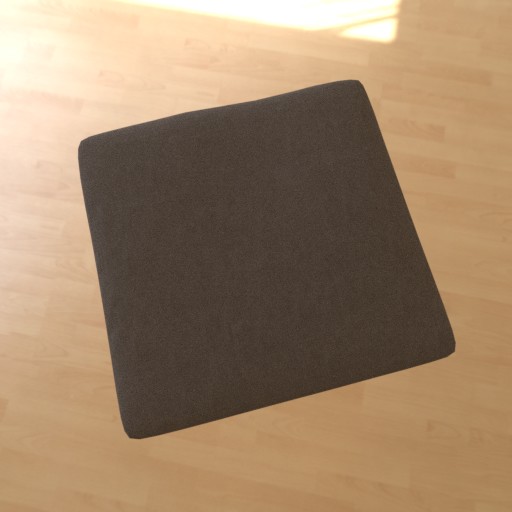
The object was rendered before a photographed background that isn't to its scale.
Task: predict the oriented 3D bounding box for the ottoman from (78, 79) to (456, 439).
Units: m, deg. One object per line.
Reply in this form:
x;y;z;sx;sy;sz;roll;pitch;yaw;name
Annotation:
0.000;0.000;1.385;0.881;0.482;0.861;-14;76;-4;ottoman
